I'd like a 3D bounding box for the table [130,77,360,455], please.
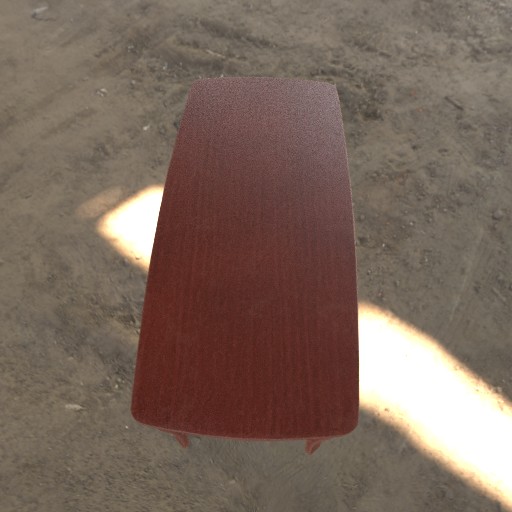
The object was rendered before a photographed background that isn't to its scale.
[{"bbox_3d":[0.000,0.000,1.478,0.561,0.473,1.216,2,59,1],"label":"table"}]
